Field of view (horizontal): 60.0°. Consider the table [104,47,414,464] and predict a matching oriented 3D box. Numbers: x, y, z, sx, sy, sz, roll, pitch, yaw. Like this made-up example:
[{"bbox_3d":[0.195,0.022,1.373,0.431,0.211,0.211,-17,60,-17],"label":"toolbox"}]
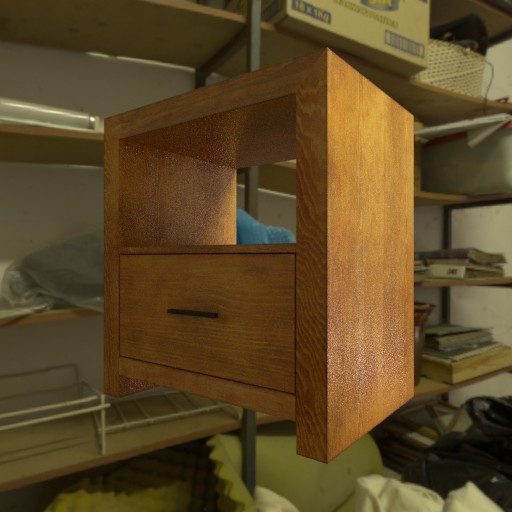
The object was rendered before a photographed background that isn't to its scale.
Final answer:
[{"bbox_3d":[0.000,0.000,0.961,0.550,0.605,0.400,0,0,37],"label":"table"}]
